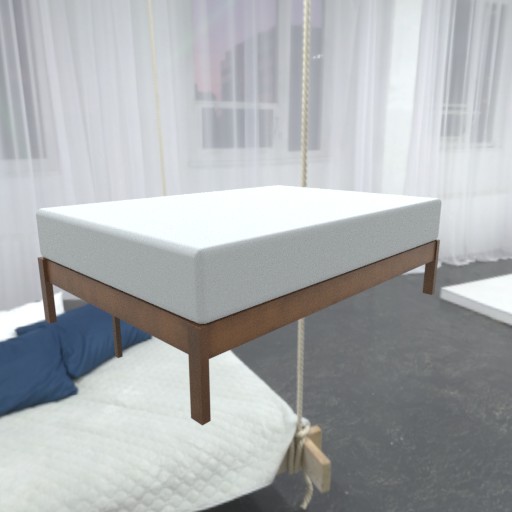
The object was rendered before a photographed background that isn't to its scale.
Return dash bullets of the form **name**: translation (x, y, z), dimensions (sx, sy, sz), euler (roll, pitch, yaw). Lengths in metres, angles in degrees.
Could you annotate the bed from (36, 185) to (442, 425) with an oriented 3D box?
- **bed**: translation (0.000, 0.000, 2.572), dimensions (1.348, 0.616, 1.927), euler (13, 19, 42)
